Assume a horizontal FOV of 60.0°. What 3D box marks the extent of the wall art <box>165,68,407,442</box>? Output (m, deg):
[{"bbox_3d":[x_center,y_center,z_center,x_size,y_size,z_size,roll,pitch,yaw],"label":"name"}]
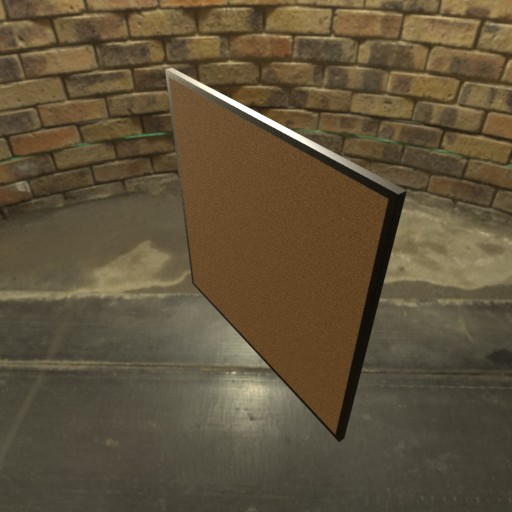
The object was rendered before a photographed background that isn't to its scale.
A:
[{"bbox_3d":[0.000,0.000,0.699,0.012,0.458,0.457,-26,46,-27],"label":"wall art"}]
